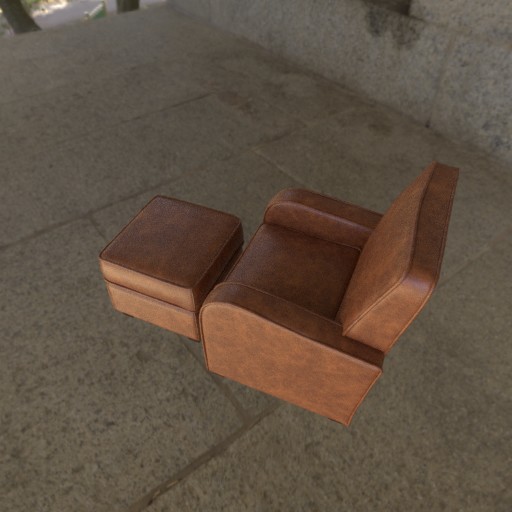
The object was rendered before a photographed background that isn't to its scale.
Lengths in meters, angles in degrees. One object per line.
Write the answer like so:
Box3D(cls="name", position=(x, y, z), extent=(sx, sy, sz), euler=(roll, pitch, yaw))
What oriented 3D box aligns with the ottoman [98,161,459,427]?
Box3D(cls="ottoman", position=(0.000, 0.000, 1.850), extent=(1.314, 0.904, 0.732), euler=(17, 48, 16))
